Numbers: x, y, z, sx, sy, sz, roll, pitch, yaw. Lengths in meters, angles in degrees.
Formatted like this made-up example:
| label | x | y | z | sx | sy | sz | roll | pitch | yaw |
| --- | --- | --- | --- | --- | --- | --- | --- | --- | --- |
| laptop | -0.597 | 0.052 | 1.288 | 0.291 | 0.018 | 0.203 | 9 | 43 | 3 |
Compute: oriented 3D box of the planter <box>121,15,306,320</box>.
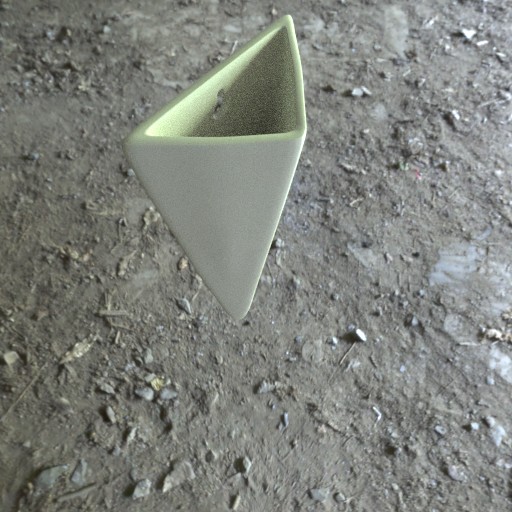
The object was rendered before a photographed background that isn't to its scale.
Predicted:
| label | x | y | z | sx | sy | sz | roll | pitch | yaw |
| --- | --- | --- | --- | --- | --- | --- | --- | --- | --- |
| planter | 0.000 | 0.000 | 0.382 | 0.065 | 0.338 | 0.143 | 34 | 64 | 19 |
